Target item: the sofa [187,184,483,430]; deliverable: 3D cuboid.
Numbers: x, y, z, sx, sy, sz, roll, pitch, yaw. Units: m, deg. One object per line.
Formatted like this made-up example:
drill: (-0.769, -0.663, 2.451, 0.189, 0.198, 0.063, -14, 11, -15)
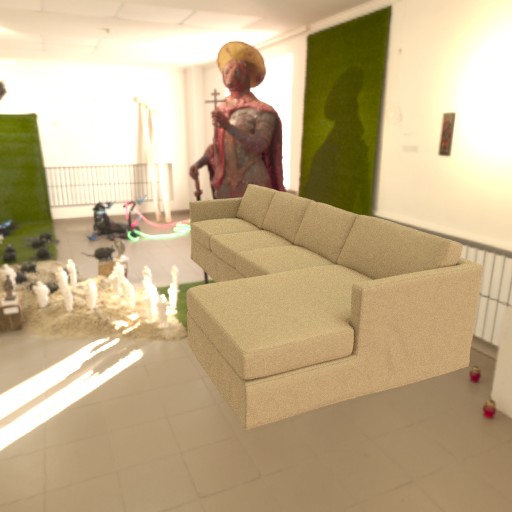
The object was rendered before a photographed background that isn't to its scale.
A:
sofa: (0.000, 0.000, 3.819, 1.622, 0.867, 3.177, -7, 18, -24)
